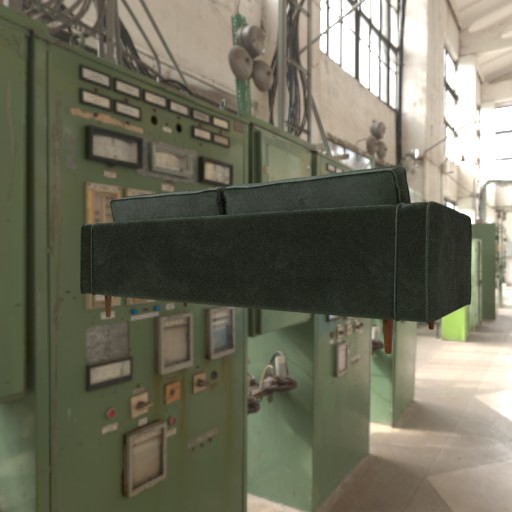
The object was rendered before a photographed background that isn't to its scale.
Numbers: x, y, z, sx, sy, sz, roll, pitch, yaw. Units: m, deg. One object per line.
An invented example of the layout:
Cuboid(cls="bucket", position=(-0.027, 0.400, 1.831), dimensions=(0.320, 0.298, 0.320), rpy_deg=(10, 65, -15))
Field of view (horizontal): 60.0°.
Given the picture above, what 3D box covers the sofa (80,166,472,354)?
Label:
Cuboid(cls="sofa", position=(0.000, 0.000, 2.601), dimensions=(2.214, 0.781, 0.886), rpy_deg=(0, 0, 35))
